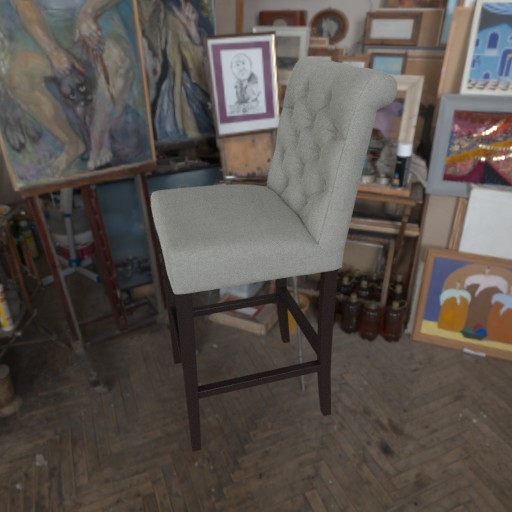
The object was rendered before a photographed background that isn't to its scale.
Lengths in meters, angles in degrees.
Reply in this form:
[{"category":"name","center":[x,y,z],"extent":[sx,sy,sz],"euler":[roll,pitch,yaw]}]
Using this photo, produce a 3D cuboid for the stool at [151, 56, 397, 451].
[{"category":"stool","center":[0.000,0.000,1.435],"extent":[0.601,1.140,0.493],"euler":[-9,30,-15]}]
